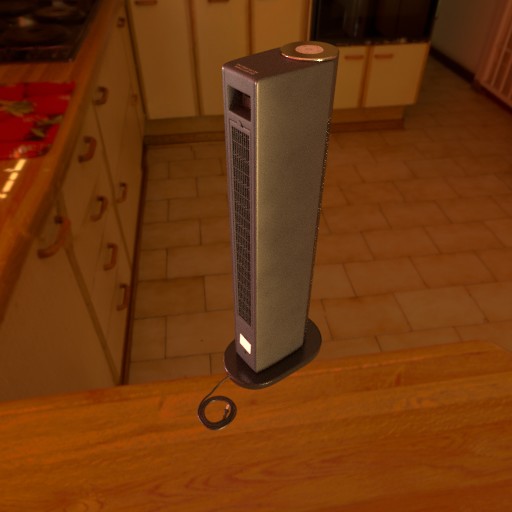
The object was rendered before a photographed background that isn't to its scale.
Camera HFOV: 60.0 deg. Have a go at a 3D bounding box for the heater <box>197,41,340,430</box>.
[{"bbox_3d":[0.000,0.000,1.029,0.458,0.856,0.214,-27,48,-28],"label":"heater"}]
